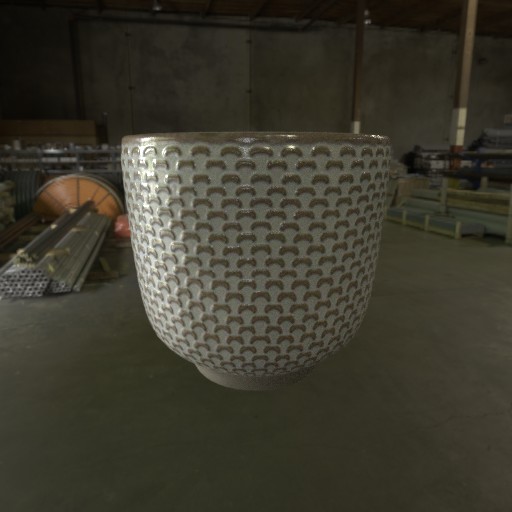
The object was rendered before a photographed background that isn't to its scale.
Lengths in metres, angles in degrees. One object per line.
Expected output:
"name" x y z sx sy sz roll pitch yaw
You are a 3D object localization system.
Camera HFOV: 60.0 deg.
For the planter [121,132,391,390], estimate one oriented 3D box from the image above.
"planter" 0.000 0.000 0.250 0.139 0.130 0.139 0 13 0
